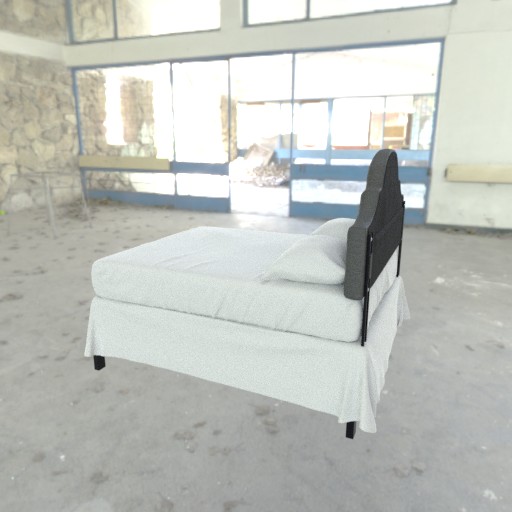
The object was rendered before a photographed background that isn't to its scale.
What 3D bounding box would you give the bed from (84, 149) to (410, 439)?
[{"bbox_3d":[0.000,0.000,3.450,2.222,1.634,1.780,6,16,24],"label":"bed"}]
